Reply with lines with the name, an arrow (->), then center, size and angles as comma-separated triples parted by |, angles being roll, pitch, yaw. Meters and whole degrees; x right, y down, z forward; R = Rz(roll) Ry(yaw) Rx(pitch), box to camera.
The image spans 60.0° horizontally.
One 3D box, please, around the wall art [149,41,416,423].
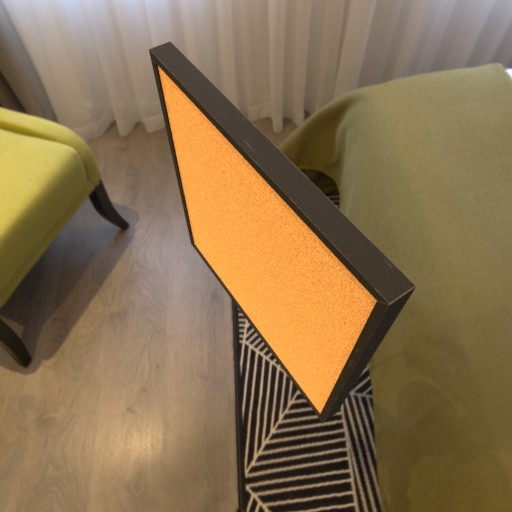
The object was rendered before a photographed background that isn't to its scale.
wall art -> 0.000, 0.000, 0.755 | 0.036, 0.506, 0.506 | -30, 62, -18
